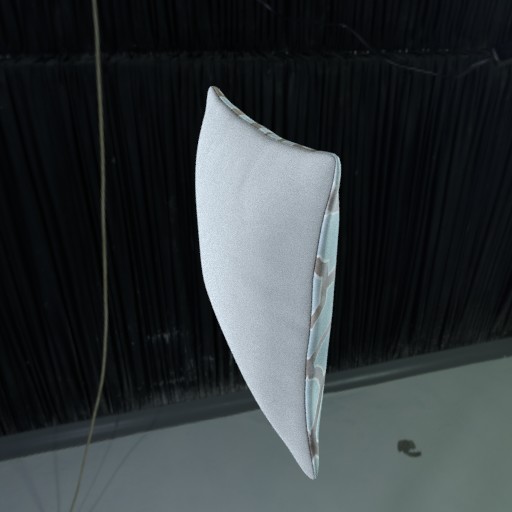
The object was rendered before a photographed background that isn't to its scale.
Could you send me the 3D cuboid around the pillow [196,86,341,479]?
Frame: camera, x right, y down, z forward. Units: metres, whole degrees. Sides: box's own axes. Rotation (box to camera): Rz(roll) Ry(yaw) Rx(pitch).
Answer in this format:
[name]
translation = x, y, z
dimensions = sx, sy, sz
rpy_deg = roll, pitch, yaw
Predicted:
[pillow]
translation = 0.000, 0.000, 0.794
dimensions = 0.166, 0.508, 0.552
rpy_deg = -9, 29, -16
